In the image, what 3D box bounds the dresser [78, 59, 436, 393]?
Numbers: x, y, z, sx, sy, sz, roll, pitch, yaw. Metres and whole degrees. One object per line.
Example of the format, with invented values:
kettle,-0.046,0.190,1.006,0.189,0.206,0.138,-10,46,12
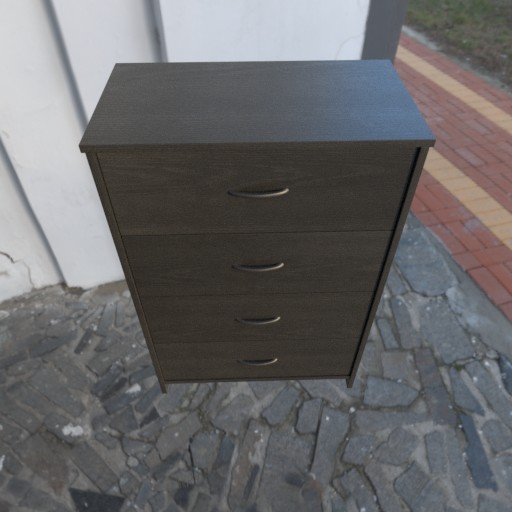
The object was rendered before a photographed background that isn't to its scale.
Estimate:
dresser,0.000,0.000,1.359,0.700,1.020,0.398,-1,46,-1
